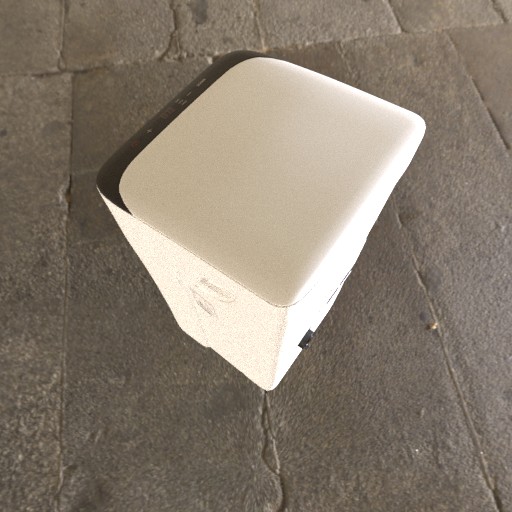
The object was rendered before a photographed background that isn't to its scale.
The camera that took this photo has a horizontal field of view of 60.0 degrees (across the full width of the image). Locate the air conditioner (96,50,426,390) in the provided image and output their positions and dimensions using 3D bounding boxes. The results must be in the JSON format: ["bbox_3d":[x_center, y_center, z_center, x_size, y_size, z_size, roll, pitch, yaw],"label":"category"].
[{"bbox_3d":[0.000,0.000,0.906,0.369,0.716,0.352,33,68,15],"label":"air conditioner"}]
